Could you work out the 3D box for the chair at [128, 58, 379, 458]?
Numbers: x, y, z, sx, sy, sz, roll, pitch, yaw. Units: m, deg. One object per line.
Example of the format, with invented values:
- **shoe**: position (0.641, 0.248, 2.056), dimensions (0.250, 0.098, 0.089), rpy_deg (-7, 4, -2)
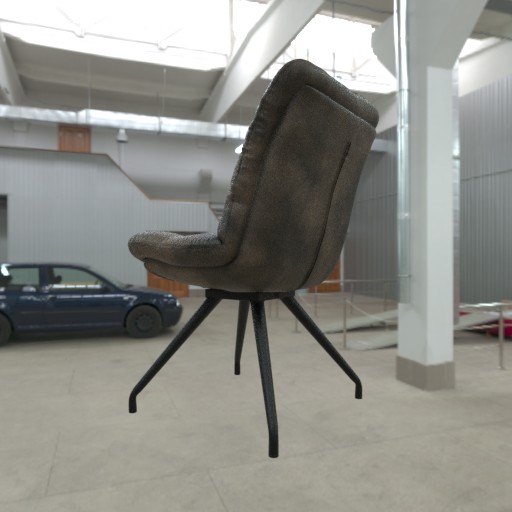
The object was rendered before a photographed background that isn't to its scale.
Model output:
- **chair**: position (0.000, 0.000, 1.284), dimensions (0.622, 0.870, 0.549), rpy_deg (0, 0, 35)
